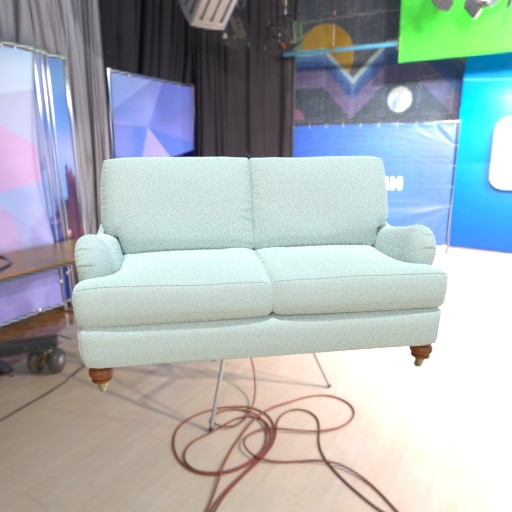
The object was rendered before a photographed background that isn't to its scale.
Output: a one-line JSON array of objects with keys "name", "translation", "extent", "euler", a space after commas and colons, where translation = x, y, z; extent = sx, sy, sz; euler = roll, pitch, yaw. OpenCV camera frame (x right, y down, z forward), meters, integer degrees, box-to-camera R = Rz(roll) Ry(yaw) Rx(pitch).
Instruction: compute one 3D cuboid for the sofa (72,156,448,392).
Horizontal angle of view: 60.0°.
[{"name": "sofa", "translation": [0.000, 0.000, 2.559], "extent": [1.853, 1.101, 1.084], "euler": [-2, 15, -8]}]
